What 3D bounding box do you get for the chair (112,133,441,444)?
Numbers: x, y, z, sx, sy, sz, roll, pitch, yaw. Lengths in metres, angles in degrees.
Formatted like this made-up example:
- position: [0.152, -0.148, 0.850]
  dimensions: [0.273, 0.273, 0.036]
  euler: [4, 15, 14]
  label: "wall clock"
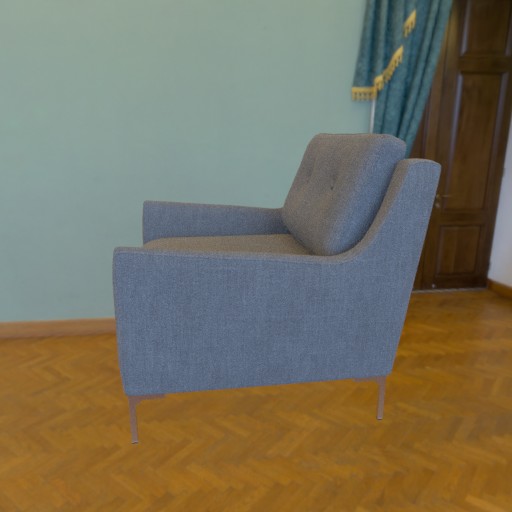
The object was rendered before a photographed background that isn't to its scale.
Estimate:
- position: [0.000, 0.000, 1.550]
  dimensions: [0.849, 0.828, 0.847]
  euler: [-2, 16, -8]
  label: "chair"
